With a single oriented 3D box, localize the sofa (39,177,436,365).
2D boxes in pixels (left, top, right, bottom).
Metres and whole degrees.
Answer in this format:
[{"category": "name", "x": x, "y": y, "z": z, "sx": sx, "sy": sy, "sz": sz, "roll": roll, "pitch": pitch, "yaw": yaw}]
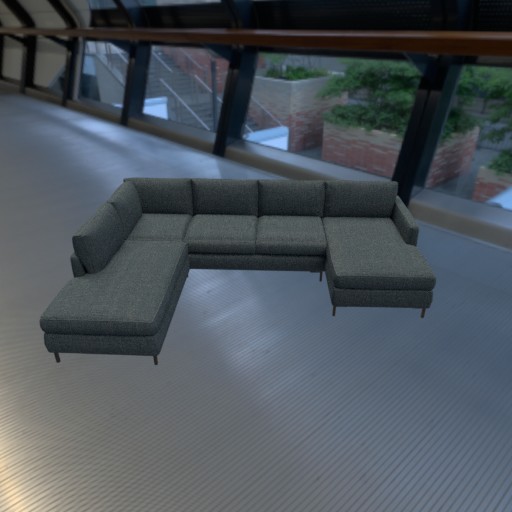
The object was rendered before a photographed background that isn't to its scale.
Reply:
[{"category": "sofa", "x": 0.000, "y": 0.000, "z": 3.597, "sx": 2.737, "sy": 0.753, "sz": 1.879, "roll": 1, "pitch": 29, "yaw": 2}]
